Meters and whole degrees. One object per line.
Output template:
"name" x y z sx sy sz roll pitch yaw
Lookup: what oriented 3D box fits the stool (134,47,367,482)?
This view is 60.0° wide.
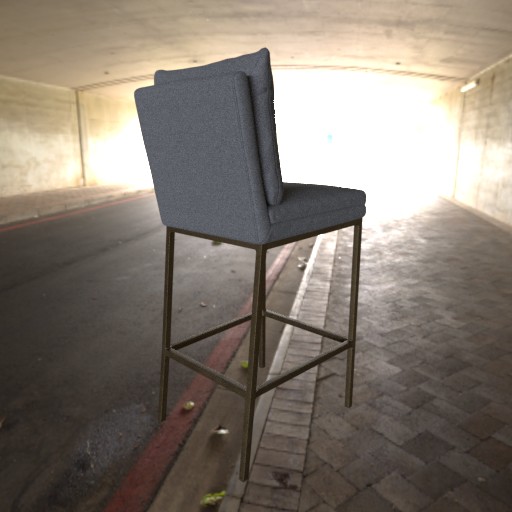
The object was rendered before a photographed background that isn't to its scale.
"stool" 0.000 0.000 1.424 0.463 1.130 0.569 13 19 42
